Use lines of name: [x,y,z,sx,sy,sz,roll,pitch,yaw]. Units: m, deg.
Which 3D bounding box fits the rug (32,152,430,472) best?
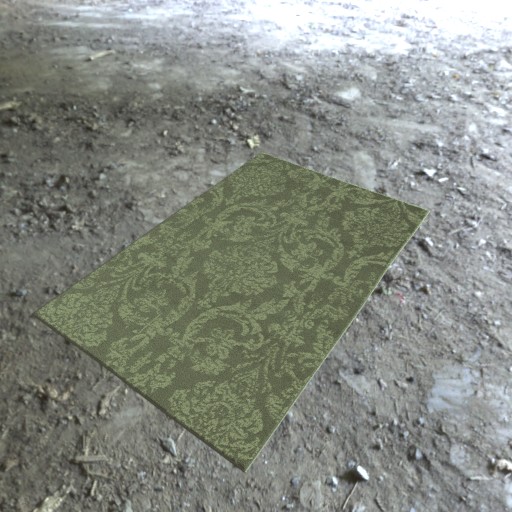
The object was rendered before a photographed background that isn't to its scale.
rug: [0.000,0.000,2.304,1.206,0.012,1.824,25,48,26]
